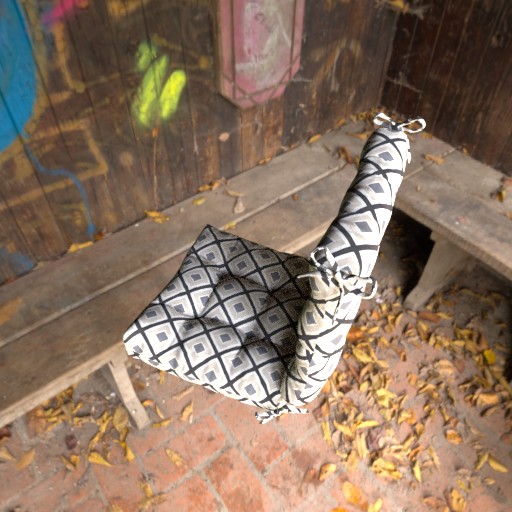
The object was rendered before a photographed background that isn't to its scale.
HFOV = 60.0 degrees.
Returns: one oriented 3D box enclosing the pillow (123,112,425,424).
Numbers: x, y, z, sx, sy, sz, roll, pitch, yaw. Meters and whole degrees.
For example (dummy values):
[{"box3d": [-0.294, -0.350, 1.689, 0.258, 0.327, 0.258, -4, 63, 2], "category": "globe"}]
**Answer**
[{"box3d": [0.000, 0.000, 1.050, 0.571, 0.605, 0.519, 17, 49, 16], "category": "pillow"}]
